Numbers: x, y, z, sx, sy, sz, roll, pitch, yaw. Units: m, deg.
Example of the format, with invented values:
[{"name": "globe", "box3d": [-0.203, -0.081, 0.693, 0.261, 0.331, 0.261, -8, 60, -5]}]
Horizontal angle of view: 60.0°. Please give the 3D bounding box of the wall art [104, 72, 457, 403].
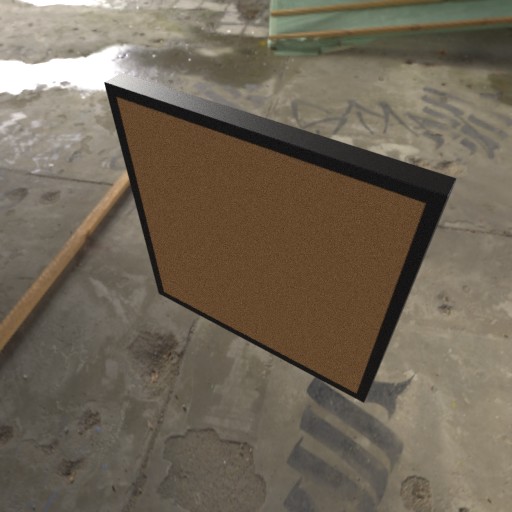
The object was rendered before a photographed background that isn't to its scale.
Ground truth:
[{"name": "wall art", "box3d": [0.000, 0.000, 0.762, 0.506, 0.506, 0.037, 24, 52, 21]}]
